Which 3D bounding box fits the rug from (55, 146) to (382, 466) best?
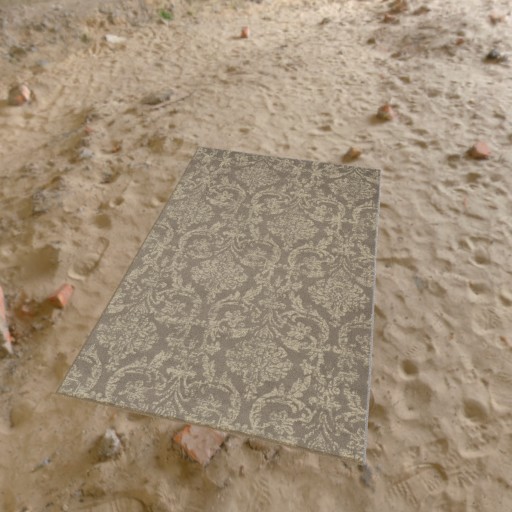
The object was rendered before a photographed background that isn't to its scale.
[{"bbox_3d":[0.000,0.000,3.411,1.819,0.018,2.746,9,47,9],"label":"rug"}]
